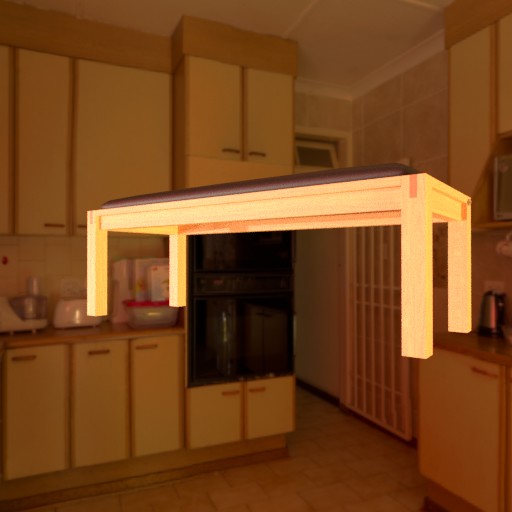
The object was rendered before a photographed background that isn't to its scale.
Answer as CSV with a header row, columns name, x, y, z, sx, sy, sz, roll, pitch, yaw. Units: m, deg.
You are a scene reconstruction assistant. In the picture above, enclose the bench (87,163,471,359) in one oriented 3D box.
name,x,y,z,sx,sy,sz,roll,pitch,yaw
bench,0.000,0.000,1.444,1.202,0.430,0.450,0,-1,37
